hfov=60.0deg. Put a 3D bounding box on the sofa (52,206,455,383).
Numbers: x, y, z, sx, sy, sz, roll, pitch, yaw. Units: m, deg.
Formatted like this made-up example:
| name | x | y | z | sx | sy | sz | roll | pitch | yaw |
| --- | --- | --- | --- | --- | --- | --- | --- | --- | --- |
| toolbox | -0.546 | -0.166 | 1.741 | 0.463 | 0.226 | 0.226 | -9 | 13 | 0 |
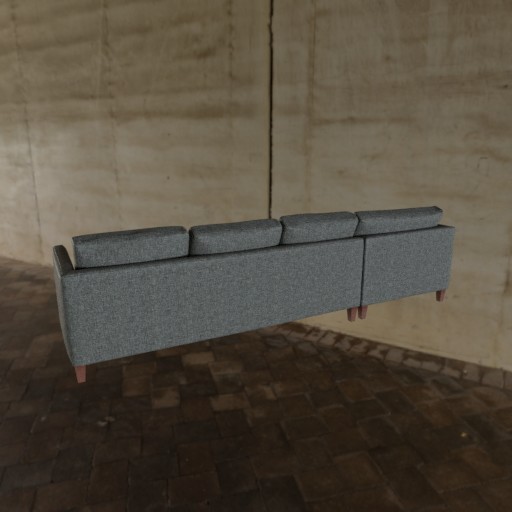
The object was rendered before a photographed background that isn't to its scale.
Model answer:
| name | x | y | z | sx | sy | sz | roll | pitch | yaw |
| --- | --- | --- | --- | --- | --- | --- | --- | --- | --- |
| sofa | 0.000 | 0.000 | 4.180 | 3.485 | 0.960 | 1.635 | -7 | 16 | -26 |
